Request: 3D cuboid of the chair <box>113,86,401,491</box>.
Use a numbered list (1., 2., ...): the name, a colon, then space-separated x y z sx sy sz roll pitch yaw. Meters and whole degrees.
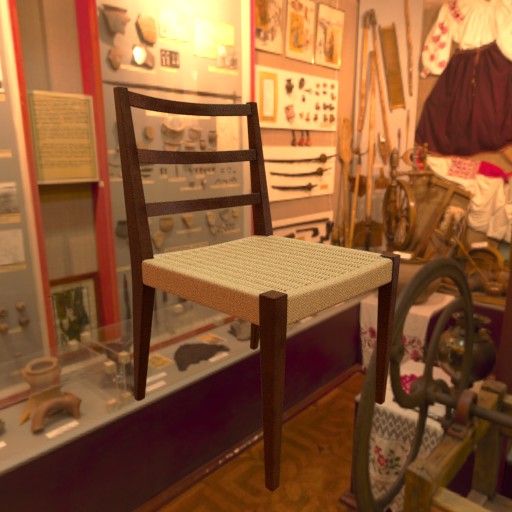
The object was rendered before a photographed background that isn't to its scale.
1. chair: 0.000 0.000 1.132 0.551 0.813 0.480 12 18 43
